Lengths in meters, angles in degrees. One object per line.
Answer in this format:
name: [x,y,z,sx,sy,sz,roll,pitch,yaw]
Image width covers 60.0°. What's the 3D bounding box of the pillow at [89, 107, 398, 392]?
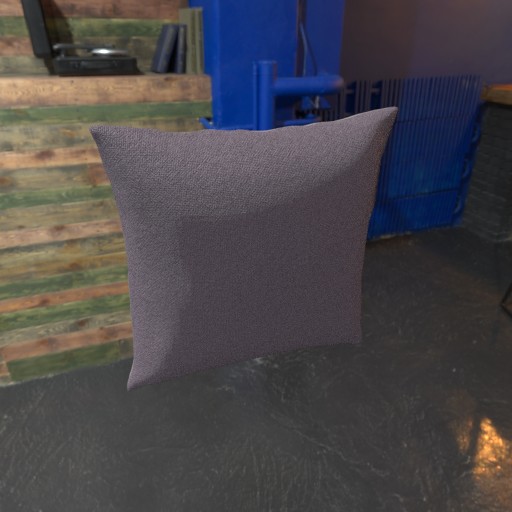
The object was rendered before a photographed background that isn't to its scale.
pillow: [0.000,0.000,0.709,0.452,0.439,0.204,-9,28,-17]
